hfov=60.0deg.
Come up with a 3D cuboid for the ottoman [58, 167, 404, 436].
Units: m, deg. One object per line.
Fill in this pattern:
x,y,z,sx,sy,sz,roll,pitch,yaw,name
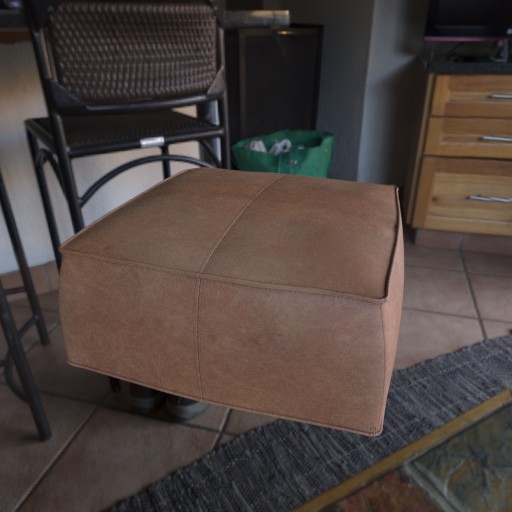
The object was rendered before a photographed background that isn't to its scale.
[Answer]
0.000,0.000,1.398,0.902,0.395,0.901,8,28,16,ottoman
